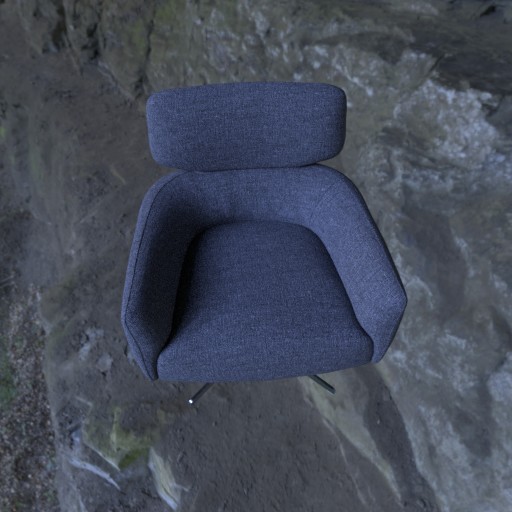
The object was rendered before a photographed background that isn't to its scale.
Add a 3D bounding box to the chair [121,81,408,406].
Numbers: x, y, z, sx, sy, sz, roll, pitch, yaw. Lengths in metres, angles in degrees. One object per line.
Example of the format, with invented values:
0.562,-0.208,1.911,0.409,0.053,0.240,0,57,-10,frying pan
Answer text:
0.000,0.000,1.356,0.706,0.812,0.715,-4,45,-4,chair
